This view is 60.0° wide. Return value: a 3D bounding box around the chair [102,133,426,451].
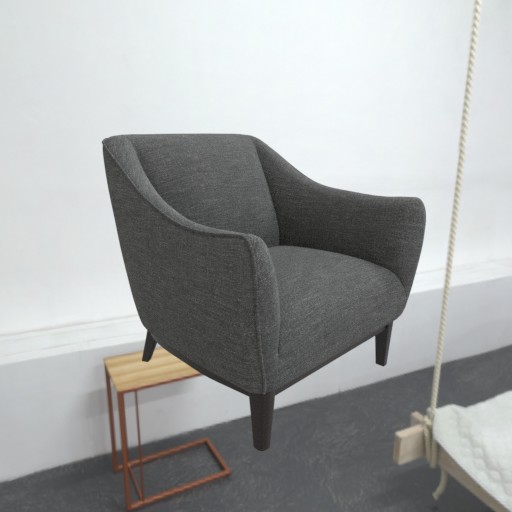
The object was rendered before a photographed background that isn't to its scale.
[{"bbox_3d":[0.000,0.000,1.564,0.870,0.829,0.851,-15,22,-43],"label":"chair"}]
